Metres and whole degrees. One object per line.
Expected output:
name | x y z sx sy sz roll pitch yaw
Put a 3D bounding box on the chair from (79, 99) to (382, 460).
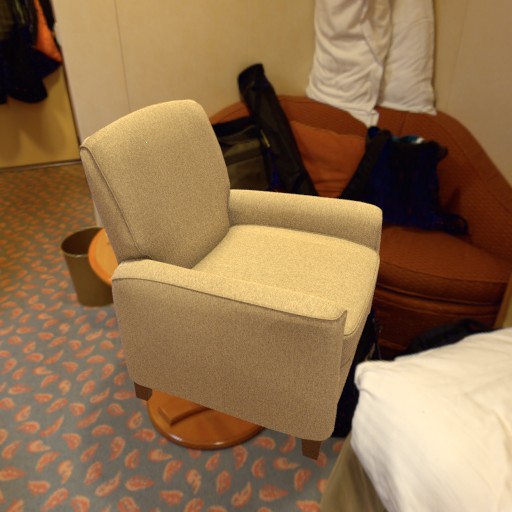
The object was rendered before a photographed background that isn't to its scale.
chair | 0.000 0.000 1.644 0.864 1.014 0.848 11 31 19
